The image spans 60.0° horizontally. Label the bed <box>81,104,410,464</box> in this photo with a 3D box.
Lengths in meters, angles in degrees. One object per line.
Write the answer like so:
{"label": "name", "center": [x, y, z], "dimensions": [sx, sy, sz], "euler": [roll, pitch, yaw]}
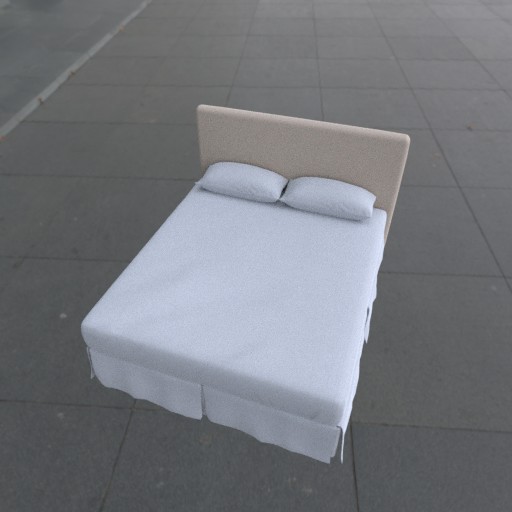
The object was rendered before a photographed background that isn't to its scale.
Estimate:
{"label": "bed", "center": [0.000, 0.000, 3.360], "dimensions": [1.884, 1.330, 2.142], "euler": [13, 43, 14]}
